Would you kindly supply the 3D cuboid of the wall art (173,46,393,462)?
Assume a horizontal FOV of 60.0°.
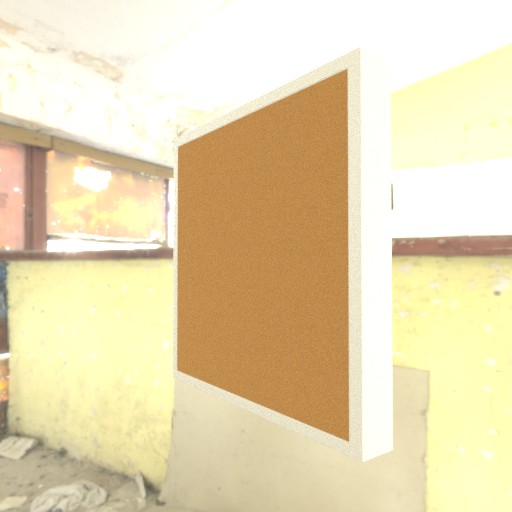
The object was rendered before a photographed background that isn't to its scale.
[{"bbox_3d":[0.000,0.000,0.457,0.037,0.305,0.305,1,-1,-37],"label":"wall art"}]
